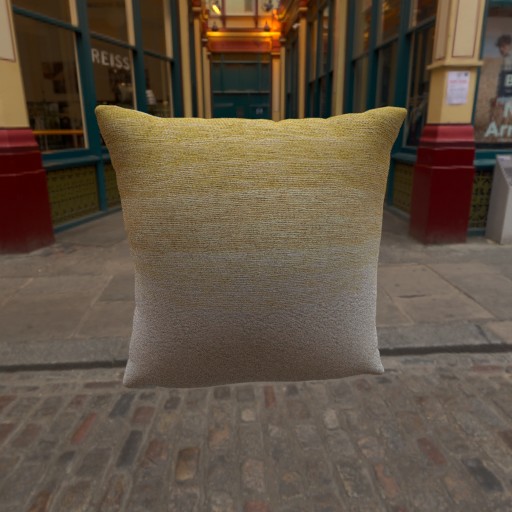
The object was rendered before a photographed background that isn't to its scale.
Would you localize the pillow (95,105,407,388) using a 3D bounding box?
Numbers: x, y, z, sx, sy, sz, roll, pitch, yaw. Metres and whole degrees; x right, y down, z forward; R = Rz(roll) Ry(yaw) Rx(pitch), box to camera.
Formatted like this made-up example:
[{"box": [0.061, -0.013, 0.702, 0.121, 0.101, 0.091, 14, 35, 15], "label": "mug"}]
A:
[{"box": [0.000, 0.000, 0.700, 0.450, 0.450, 0.211, -1, 17, -5], "label": "pillow"}]
